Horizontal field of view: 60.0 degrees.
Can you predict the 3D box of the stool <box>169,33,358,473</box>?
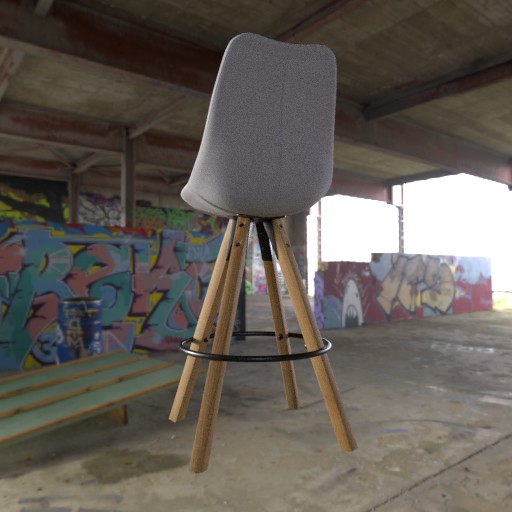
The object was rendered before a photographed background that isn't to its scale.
[{"bbox_3d":[0.000,0.000,1.391,0.484,1.115,0.550,0,-2,-18],"label":"stool"}]
